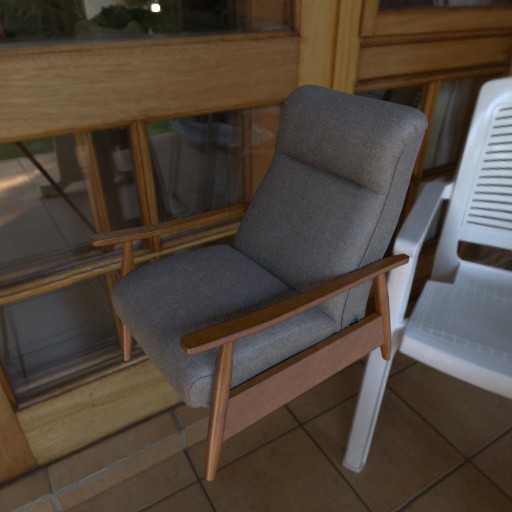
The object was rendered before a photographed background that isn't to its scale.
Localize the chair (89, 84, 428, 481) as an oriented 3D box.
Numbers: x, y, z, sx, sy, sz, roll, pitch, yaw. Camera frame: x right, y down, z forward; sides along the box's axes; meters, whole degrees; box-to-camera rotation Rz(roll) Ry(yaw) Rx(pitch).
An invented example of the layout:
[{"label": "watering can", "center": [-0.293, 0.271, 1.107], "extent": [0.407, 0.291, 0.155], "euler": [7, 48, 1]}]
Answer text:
[{"label": "chair", "center": [0.000, 0.000, 1.708], "extent": [1.014, 1.081, 0.762], "euler": [-22, 38, -31]}]
